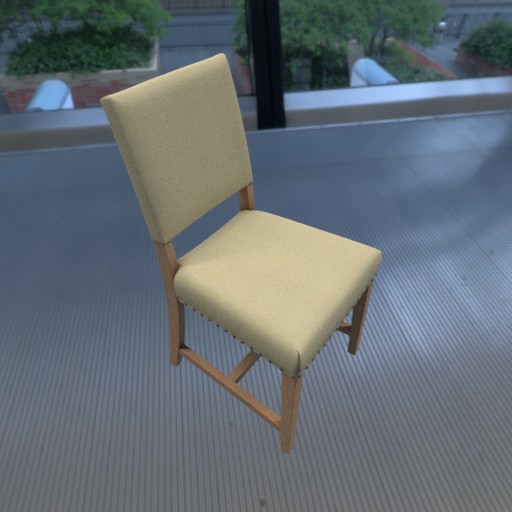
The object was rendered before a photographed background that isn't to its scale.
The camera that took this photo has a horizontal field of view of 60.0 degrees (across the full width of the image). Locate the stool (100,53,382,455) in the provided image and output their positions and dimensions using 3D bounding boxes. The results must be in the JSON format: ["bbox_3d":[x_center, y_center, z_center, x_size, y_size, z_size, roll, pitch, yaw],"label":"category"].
[{"bbox_3d":[0.000,0.000,1.352,0.623,0.986,0.508,24,46,26],"label":"stool"}]
